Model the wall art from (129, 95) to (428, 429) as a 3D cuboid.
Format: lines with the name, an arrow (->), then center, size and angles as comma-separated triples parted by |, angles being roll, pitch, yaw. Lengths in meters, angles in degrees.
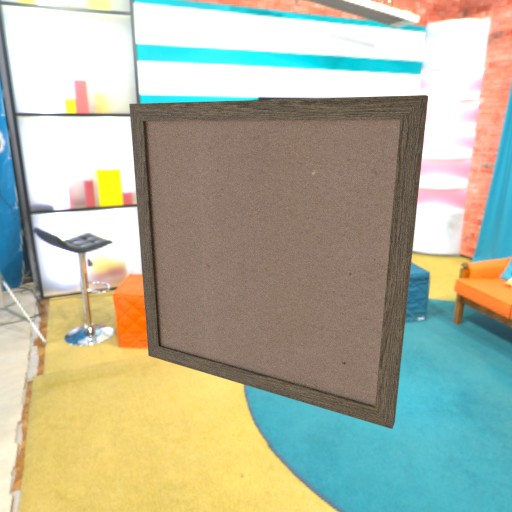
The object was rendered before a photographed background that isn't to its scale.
wall art -> 0.000, 0.000, 0.766 | 0.508, 0.508, 0.019 | 8, 18, 27
